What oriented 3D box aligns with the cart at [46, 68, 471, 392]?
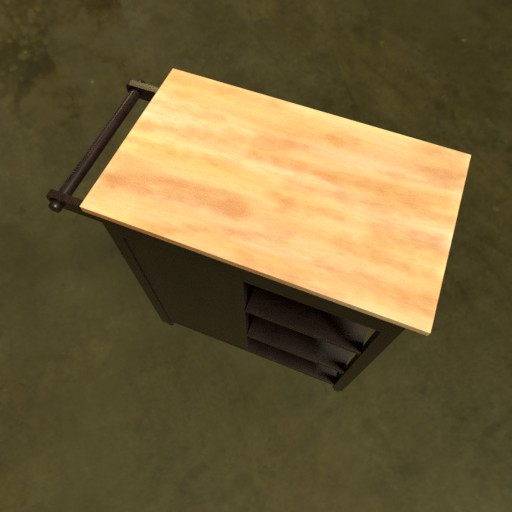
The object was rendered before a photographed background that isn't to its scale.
[{"bbox_3d":[0.000,0.000,1.425,0.914,0.878,0.472,20,65,9],"label":"cart"}]
